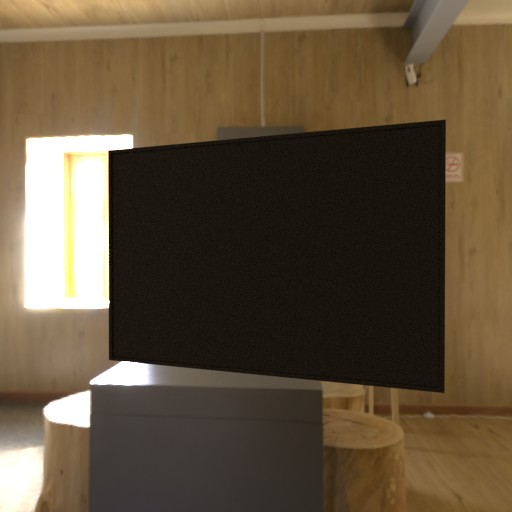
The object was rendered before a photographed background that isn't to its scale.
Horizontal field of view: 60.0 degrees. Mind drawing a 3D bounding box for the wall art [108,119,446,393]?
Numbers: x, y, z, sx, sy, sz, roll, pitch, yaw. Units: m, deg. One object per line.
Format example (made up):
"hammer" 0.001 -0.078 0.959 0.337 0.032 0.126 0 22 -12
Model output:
"wall art" 0.000 0.000 1.514 1.190 0.805 0.028 0 1 19
